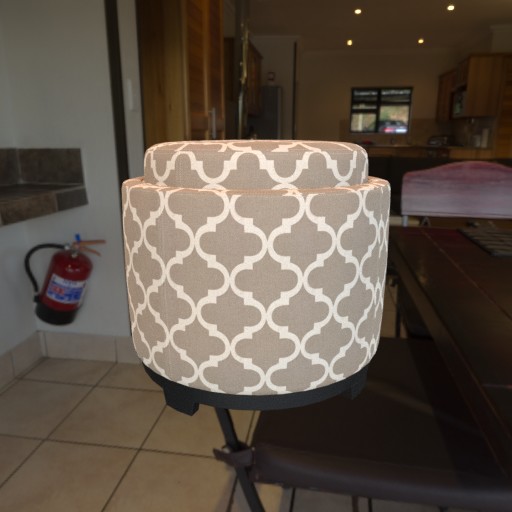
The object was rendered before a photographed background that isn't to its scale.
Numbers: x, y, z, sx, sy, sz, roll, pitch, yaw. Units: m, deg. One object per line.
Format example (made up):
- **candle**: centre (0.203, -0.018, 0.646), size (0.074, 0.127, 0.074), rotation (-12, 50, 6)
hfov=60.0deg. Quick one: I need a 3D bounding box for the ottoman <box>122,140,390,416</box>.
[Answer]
- **ottoman**: centre (0.000, 0.000, 0.847), size (0.480, 0.429, 0.480), rotation (0, 14, 0)
